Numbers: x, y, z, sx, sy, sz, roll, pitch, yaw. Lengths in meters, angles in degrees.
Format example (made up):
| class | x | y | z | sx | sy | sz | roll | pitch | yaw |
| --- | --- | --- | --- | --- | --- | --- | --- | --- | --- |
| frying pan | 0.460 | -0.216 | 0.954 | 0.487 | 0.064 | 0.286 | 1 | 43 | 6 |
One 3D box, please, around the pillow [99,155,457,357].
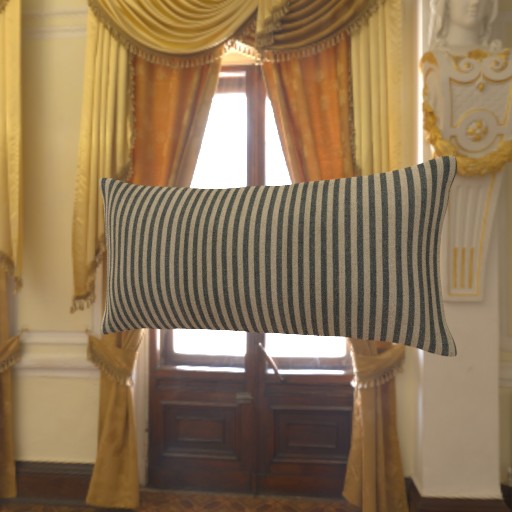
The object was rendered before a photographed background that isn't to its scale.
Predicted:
| class | x | y | z | sx | sy | sz | roll | pitch | yaw |
| --- | --- | --- | --- | --- | --- | --- | --- | --- | --- |
| pillow | 0.000 | 0.000 | 0.741 | 0.617 | 0.295 | 0.151 | 0 | -1 | 18 |
